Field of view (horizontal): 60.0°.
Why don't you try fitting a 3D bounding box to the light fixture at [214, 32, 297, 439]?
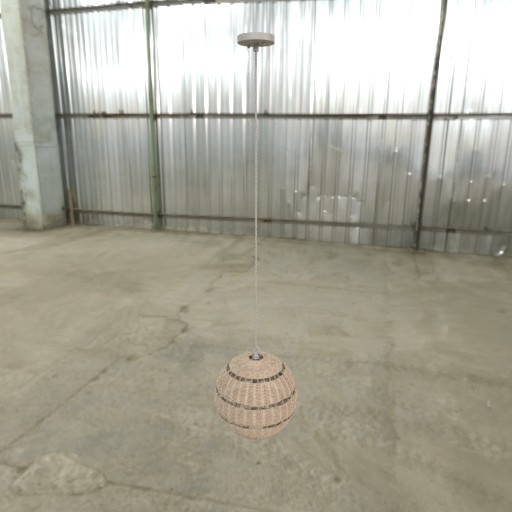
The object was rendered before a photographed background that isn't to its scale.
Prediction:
[{"bbox_3d":[0.000,0.000,2.230,0.457,2.019,0.457,14,21,42],"label":"light fixture"}]
